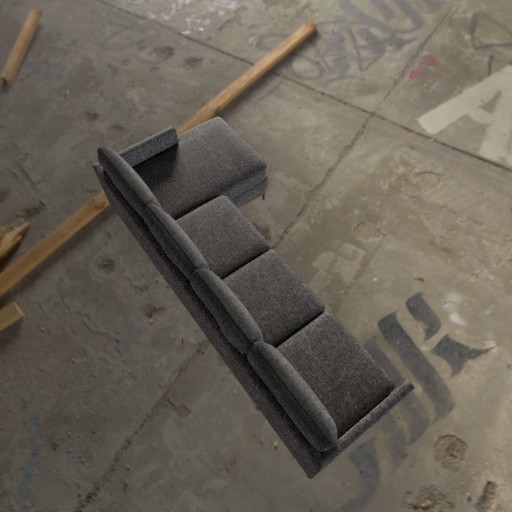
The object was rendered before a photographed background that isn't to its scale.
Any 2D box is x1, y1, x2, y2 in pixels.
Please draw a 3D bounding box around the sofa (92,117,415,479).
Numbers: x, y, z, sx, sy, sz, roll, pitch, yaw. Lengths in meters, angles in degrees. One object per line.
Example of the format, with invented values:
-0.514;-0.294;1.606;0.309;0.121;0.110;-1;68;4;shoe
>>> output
0.000;0.000;4.039;1.488;0.970;3.384;-33;64;-18;sofa
